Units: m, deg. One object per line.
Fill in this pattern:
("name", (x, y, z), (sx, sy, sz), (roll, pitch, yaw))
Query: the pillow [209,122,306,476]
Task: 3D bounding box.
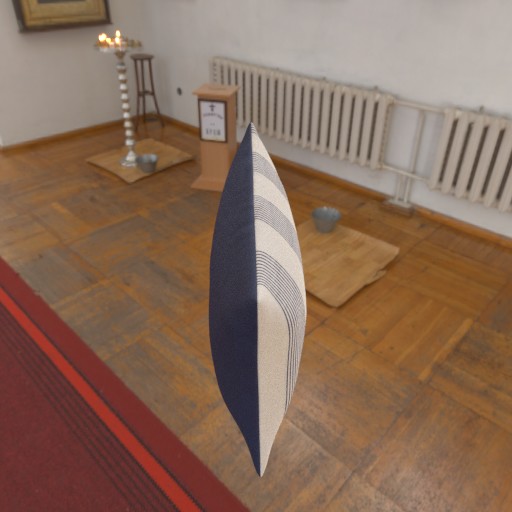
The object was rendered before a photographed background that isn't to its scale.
("pillow", (0.000, 0.000, 0.748), (0.151, 0.287, 0.610), (-1, 33, -1))
